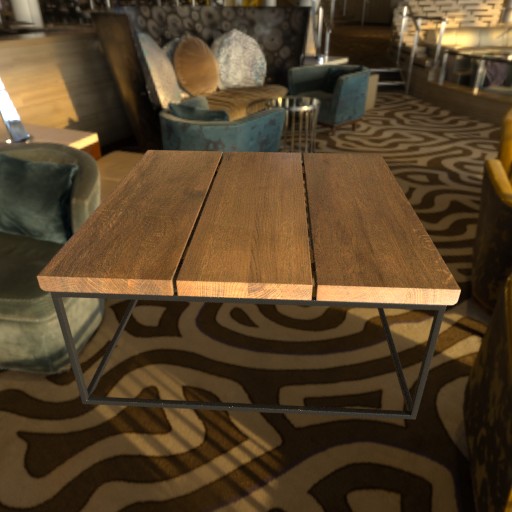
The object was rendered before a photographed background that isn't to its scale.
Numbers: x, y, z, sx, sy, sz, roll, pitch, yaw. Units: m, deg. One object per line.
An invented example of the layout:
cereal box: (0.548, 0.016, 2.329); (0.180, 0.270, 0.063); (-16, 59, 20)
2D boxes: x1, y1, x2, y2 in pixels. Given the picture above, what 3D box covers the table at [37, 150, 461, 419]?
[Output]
table: (0.000, 0.000, 1.426); (0.900, 0.400, 0.900); (2, 31, 3)
